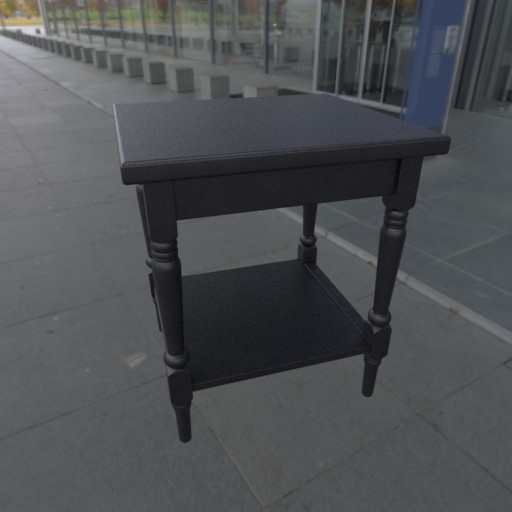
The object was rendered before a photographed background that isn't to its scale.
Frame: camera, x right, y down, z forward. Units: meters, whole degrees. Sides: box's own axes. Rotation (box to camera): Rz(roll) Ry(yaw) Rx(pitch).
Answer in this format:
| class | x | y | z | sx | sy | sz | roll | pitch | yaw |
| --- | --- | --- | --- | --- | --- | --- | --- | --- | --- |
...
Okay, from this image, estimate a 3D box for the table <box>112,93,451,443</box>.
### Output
| class | x | y | z | sx | sy | sz | roll | pitch | yaw |
| --- | --- | --- | --- | --- | --- | --- | --- | --- | --- |
| table | 0.000 | 0.000 | 0.929 | 0.488 | 0.565 | 0.442 | -8 | 30 | -15 |
